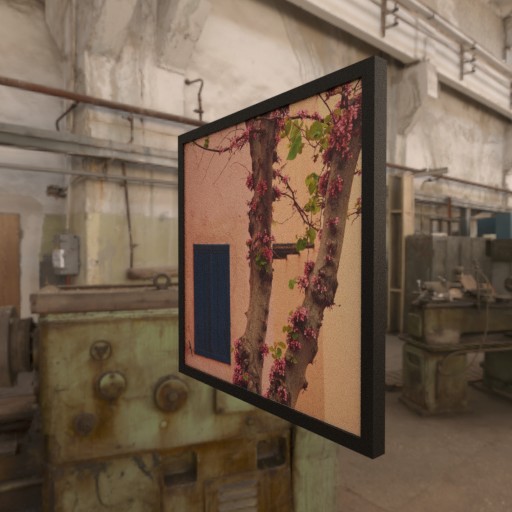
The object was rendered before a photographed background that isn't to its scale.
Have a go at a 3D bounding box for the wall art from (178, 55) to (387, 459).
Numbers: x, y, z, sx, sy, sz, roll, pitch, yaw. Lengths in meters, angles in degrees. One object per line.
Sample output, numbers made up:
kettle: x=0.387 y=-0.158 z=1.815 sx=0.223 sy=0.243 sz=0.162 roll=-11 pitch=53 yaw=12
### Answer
wall art: x=0.000 y=0.000 z=1.144 sx=0.038 sy=0.762 sz=0.762 roll=-1 pitch=1 yaw=-38
